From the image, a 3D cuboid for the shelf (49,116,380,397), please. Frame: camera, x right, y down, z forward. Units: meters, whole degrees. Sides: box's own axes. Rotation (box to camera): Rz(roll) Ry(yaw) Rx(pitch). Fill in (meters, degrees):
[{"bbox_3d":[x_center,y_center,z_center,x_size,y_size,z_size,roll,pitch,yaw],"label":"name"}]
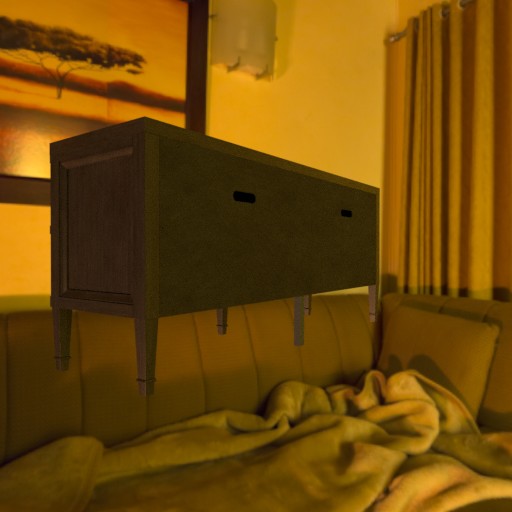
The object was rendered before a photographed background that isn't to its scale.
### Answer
[{"bbox_3d":[0.000,0.000,1.895,0.479,0.719,1.575,0,1,37],"label":"shelf"}]
